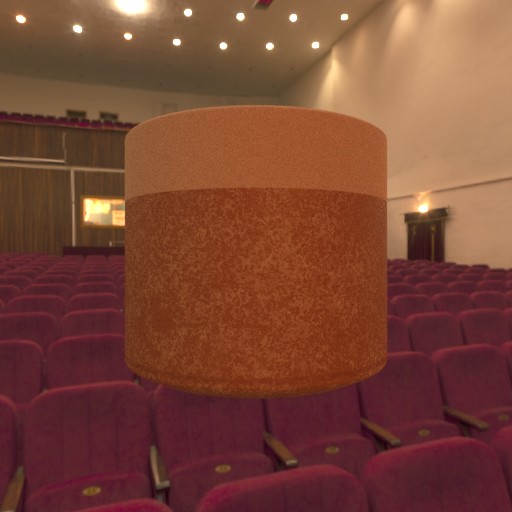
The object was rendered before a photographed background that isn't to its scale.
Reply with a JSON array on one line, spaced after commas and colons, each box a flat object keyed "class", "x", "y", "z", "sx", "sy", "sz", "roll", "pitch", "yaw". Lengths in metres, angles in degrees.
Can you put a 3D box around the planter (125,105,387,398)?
[{"class": "planter", "x": 0.000, "y": 0.000, "z": 0.279, "sx": 0.159, "sy": 0.138, "sz": 0.159, "roll": 0, "pitch": 0, "yaw": 0}]
